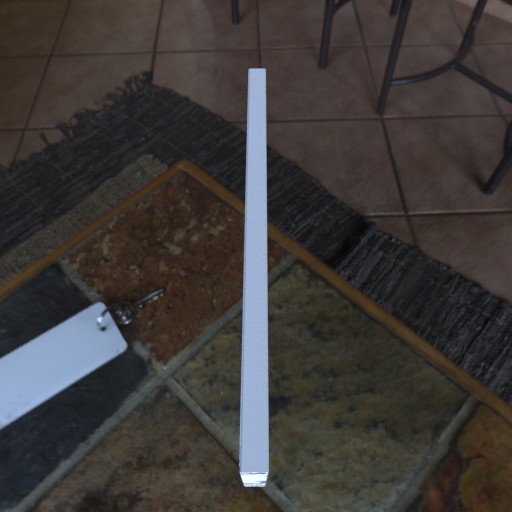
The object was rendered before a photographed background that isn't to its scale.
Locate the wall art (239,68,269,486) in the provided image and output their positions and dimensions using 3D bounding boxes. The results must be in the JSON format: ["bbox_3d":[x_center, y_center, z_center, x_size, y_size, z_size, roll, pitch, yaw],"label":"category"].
[{"bbox_3d":[0.000,0.000,0.846,0.036,0.256,0.766,0,59,0],"label":"wall art"}]
